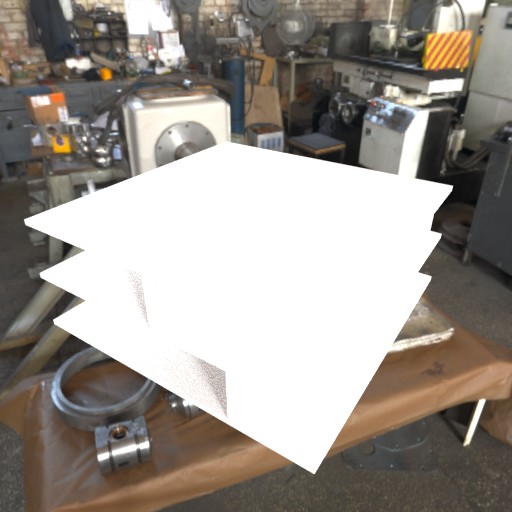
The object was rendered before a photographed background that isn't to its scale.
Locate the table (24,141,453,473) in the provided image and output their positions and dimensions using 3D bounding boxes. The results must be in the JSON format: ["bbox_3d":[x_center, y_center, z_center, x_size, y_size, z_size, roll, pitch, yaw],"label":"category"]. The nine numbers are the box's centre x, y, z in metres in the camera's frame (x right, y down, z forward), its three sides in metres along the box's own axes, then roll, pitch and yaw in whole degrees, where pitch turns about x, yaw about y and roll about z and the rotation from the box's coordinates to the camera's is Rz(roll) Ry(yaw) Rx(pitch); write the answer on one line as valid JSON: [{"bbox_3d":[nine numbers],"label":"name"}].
[{"bbox_3d":[0.000,0.000,1.083,0.700,0.289,0.700,19,35,29],"label":"table"}]
